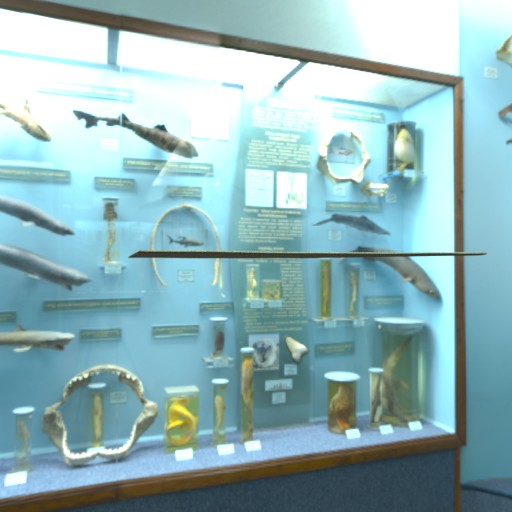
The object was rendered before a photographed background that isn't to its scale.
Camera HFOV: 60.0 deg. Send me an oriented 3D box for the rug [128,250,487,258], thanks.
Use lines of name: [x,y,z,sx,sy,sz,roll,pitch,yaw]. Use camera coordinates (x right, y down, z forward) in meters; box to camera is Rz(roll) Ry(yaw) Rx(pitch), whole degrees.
rug: [0.000,0.000,2.955,1.606,0.017,2.270,0,-1,-17]
